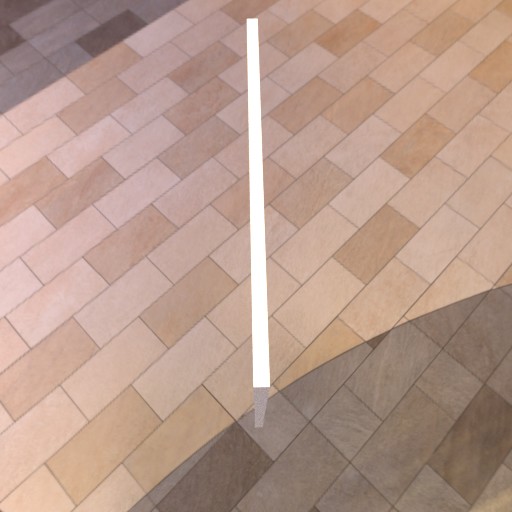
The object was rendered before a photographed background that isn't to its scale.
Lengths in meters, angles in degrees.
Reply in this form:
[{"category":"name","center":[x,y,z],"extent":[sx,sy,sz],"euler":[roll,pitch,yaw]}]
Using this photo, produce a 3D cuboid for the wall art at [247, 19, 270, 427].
[{"category":"wall art","center":[0.000,0.000,0.981],"extent":[0.020,0.661,0.664],"euler":[-1,65,-1]}]
